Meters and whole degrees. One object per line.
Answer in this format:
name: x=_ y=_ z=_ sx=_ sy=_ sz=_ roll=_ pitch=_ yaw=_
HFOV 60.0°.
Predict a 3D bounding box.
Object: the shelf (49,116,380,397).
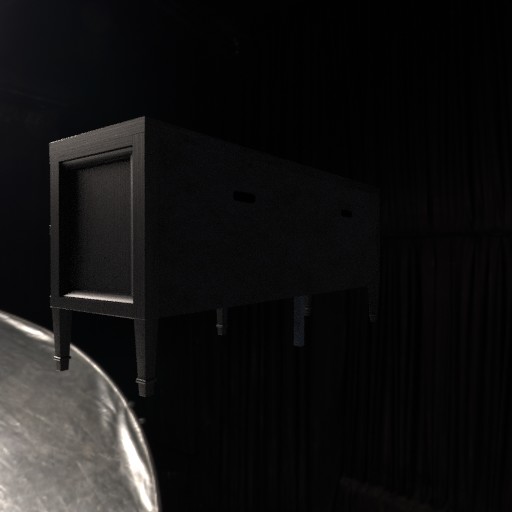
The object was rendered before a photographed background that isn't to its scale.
shelf: x=0.000 y=0.000 z=1.895 sx=0.479 sy=0.719 sz=1.575 roll=0 pitch=1 yaw=37
